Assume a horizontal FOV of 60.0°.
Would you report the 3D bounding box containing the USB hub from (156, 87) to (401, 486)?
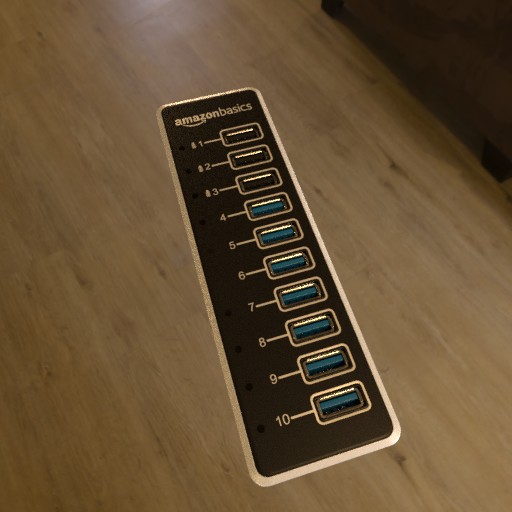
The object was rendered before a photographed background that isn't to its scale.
[{"bbox_3d":[0.000,0.000,0.161,0.044,0.023,0.145,-15,63,-8],"label":"USB hub"}]
